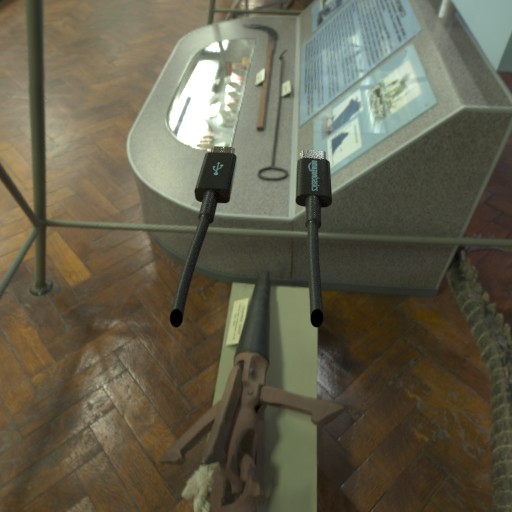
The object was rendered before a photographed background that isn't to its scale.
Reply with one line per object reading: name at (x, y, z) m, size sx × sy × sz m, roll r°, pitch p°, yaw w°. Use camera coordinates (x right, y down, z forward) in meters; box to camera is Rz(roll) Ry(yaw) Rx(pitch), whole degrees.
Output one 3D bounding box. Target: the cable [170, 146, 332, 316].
cable at (0.000, 0.000, 0.114) m, size 0.040 × 0.006 × 0.098 m, roll 3°, pitch 46°, yaw 3°
